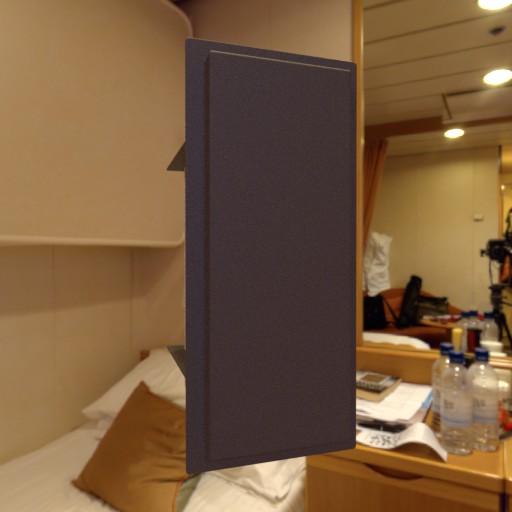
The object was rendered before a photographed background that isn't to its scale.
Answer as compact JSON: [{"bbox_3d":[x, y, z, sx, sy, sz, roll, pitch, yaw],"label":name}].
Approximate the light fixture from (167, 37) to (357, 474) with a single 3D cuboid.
[{"bbox_3d":[0.000,0.000,0.428,0.153,0.347,0.146,0,0,-18],"label":"light fixture"}]
